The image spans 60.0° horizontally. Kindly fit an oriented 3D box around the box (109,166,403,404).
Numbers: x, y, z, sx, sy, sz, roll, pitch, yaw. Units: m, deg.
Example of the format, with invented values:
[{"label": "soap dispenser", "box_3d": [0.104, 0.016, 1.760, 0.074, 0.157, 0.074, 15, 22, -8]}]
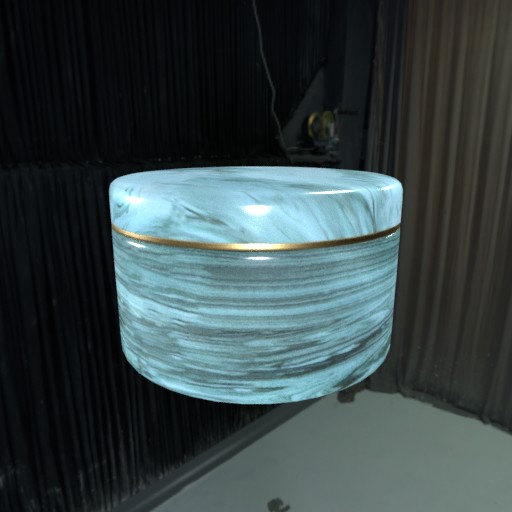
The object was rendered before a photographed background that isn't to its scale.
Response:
[{"label": "box", "box_3d": [0.000, 0.000, 0.166, 0.101, 0.063, 0.101, 0, 15, 0]}]
